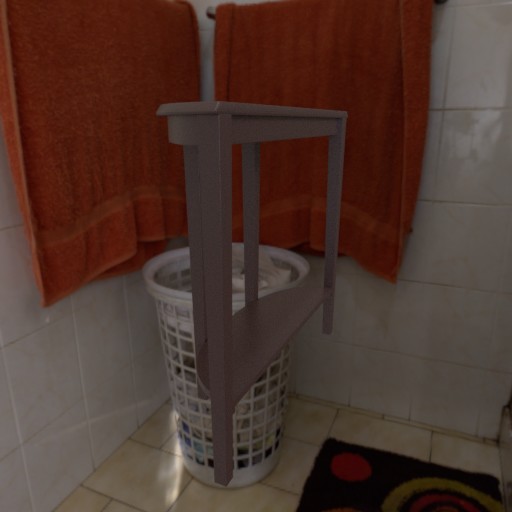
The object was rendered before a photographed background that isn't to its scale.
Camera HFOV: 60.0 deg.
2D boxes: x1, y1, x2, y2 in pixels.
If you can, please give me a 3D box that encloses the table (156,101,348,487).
[{"bbox_3d":[0.000,0.000,1.317,0.274,0.831,0.909,8,19,24],"label":"table"}]
